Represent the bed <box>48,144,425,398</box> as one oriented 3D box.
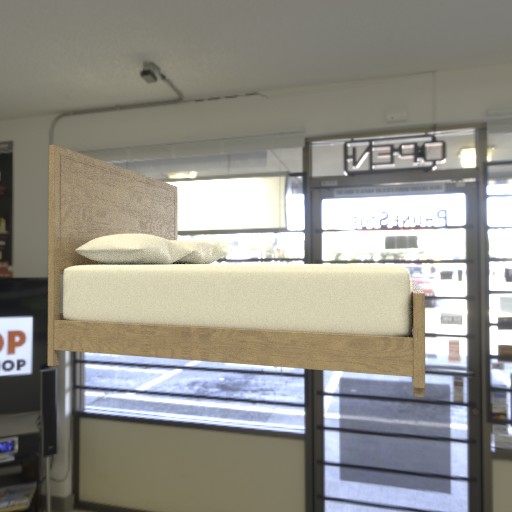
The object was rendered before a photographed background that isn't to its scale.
[{"bbox_3d":[0.000,0.000,3.178,2.189,1.369,1.606,0,-1,18],"label":"bed"}]
